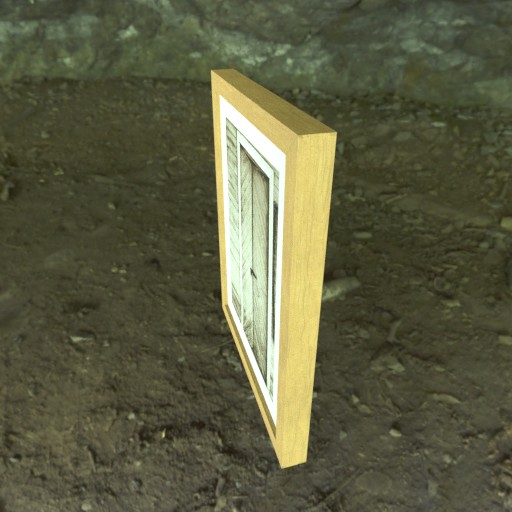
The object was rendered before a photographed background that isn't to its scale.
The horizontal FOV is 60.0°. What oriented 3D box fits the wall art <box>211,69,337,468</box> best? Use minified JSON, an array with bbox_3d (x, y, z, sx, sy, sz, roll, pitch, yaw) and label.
[{"bbox_3d":[0.000,0.000,0.539,0.030,0.380,0.312,-8,32,-14],"label":"wall art"}]
